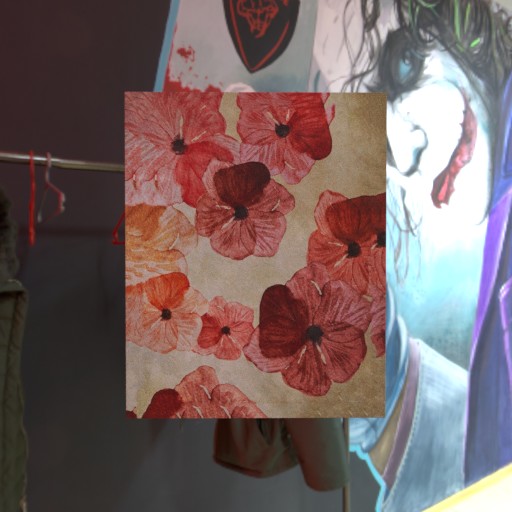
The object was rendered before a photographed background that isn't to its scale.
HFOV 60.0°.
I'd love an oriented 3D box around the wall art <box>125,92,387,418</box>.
[{"bbox_3d":[0.000,0.000,0.704,0.406,0.508,0.028,0,1,0],"label":"wall art"}]
